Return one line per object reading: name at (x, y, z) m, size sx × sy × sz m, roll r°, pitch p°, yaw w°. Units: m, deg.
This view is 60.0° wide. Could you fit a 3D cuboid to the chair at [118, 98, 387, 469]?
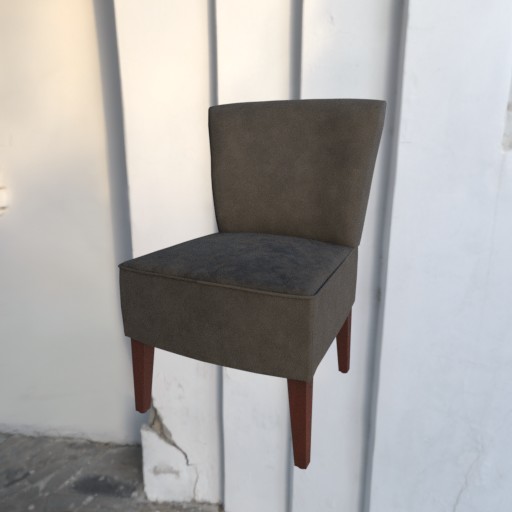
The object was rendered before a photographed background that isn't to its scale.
chair at (0.000, 0.000, 1.162) m, size 0.521 × 0.806 × 0.554 m, roll 7°, pitch 17°, yaw 26°
